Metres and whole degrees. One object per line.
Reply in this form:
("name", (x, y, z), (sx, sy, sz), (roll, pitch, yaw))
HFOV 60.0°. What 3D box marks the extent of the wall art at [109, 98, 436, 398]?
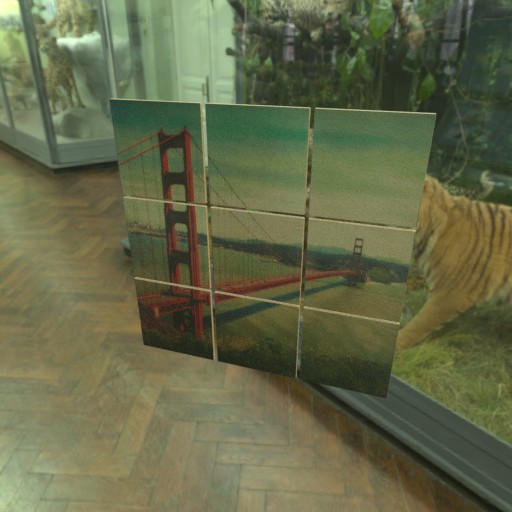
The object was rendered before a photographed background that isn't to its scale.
("wall art", (0.000, 0.000, 1.860), (1.217, 1.207, 0.016), (8, 28, 16))
